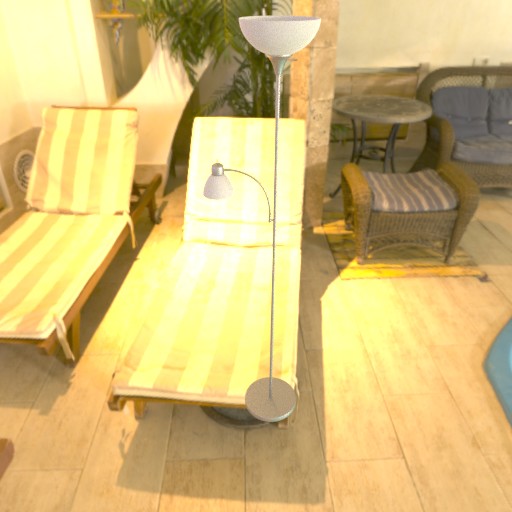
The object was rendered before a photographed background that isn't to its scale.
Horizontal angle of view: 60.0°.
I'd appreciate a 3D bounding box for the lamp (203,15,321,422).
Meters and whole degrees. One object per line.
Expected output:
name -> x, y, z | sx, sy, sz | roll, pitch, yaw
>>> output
lamp -> 0.000, 0.000, 1.904 | 0.425, 1.804, 0.279 | 2, 32, 3
